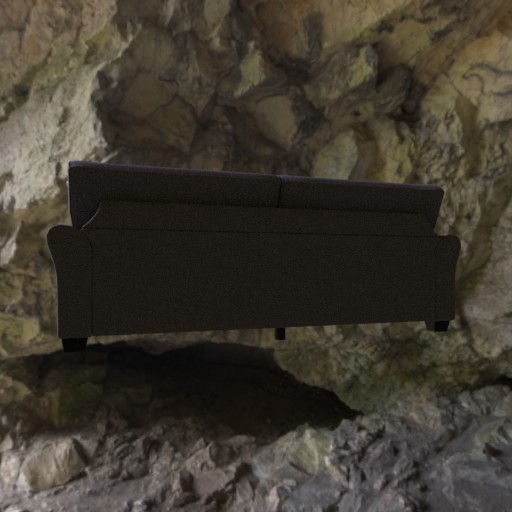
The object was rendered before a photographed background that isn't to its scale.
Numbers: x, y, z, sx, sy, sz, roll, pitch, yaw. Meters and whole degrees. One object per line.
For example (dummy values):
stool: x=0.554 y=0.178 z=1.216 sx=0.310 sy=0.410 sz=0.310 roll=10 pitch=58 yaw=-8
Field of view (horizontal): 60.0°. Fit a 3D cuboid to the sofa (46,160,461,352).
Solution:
sofa: x=0.000 y=0.000 z=2.480 sx=2.032 sy=0.813 sz=0.889 roll=0 pitch=-1 yaw=-18
